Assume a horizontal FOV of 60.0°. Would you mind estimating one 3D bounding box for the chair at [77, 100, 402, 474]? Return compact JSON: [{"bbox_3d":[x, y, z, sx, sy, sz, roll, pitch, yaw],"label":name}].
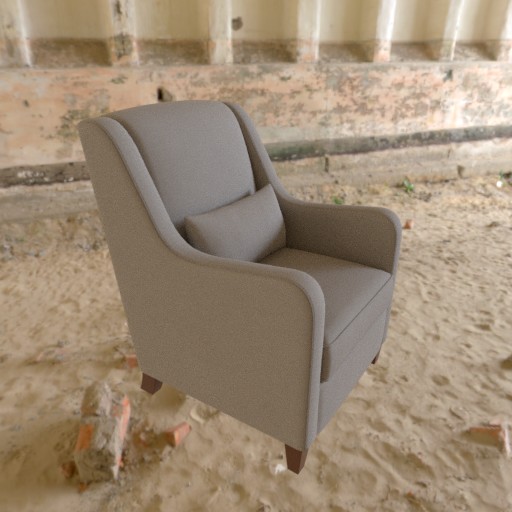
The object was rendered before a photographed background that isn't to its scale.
[{"bbox_3d":[0.000,0.000,1.588,0.863,1.010,0.715,16,29,31],"label":"chair"}]
